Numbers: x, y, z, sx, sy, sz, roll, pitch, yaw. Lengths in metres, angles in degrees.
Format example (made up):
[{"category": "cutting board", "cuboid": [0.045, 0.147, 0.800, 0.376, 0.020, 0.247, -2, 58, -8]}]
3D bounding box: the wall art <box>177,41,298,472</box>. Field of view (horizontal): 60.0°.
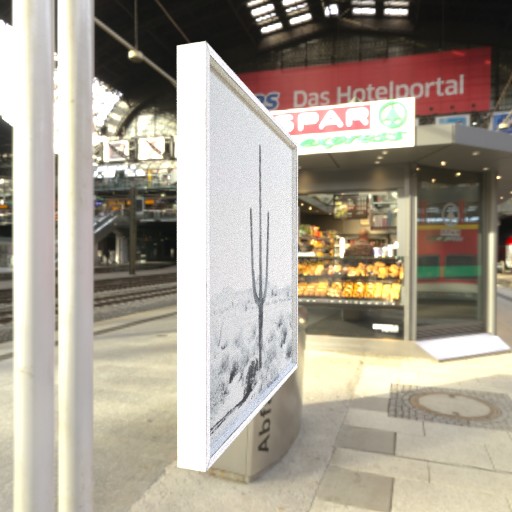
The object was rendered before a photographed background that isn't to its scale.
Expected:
[{"category": "wall art", "cuboid": [0.000, 0.000, 0.770, 0.038, 0.508, 0.508, 0, 0, 18]}]
